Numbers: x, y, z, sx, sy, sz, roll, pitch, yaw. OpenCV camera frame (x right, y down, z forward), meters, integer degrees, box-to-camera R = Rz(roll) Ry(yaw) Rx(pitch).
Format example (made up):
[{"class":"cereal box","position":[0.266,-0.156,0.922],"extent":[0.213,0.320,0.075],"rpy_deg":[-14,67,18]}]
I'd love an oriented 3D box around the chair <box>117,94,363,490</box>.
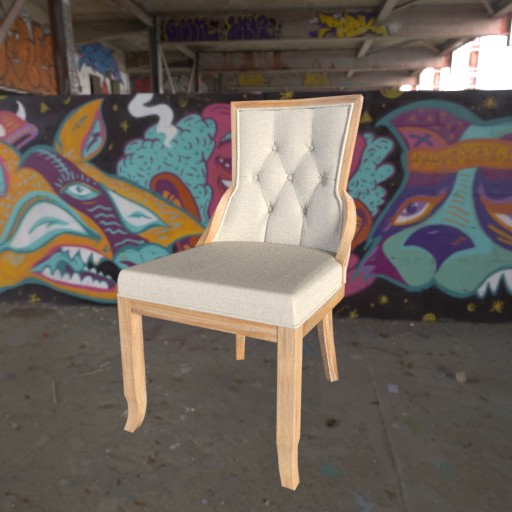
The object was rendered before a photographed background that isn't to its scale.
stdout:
[{"class":"chair","position":[0.000,0.000,1.325],"extent":[0.524,0.947,0.641],"rpy_deg":[6,15,26]}]
